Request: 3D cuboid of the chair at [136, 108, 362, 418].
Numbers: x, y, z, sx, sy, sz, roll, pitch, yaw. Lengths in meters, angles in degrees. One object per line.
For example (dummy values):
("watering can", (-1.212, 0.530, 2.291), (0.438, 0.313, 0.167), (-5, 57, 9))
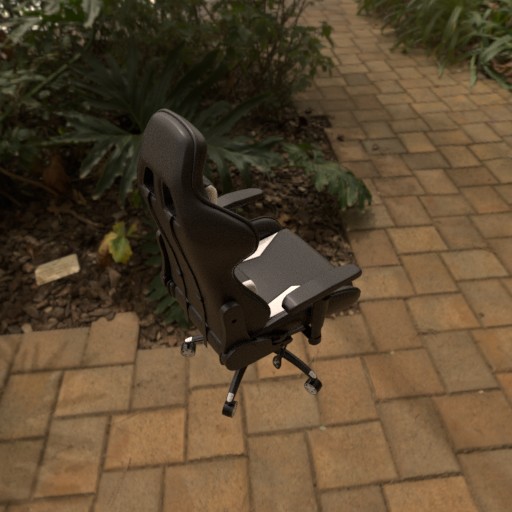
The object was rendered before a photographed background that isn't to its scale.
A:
("chair", (0.000, 0.000, 1.743), (0.695, 1.285, 0.730), (-25, 47, -25))
